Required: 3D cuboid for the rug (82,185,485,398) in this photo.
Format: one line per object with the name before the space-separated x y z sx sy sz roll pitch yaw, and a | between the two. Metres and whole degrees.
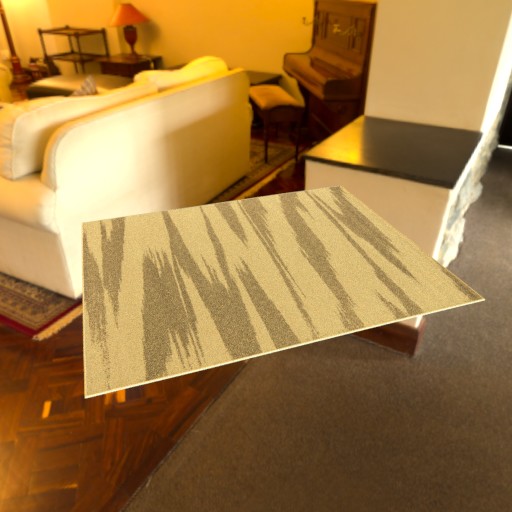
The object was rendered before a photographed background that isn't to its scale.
rug | 0.000 0.000 3.957 2.945 0.014 2.353 -10 33 -16
